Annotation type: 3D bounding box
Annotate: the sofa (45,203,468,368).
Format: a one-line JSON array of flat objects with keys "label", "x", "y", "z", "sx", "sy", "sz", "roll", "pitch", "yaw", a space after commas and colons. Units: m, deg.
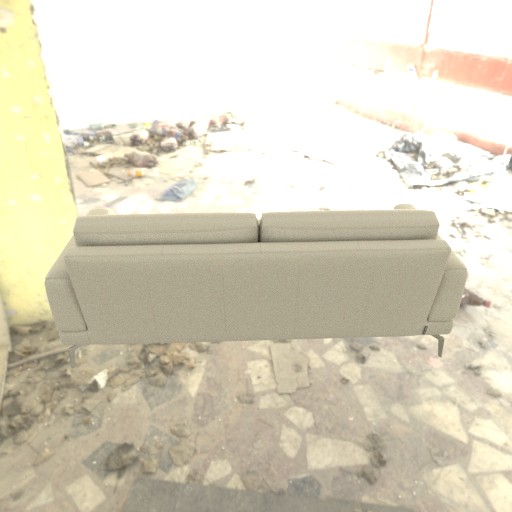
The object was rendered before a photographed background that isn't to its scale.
[{"label": "sofa", "x": 0.000, "y": 0.000, "z": 2.409, "sx": 1.940, "sy": 0.765, "sz": 0.974, "roll": -1, "pitch": 31, "yaw": -2}]
